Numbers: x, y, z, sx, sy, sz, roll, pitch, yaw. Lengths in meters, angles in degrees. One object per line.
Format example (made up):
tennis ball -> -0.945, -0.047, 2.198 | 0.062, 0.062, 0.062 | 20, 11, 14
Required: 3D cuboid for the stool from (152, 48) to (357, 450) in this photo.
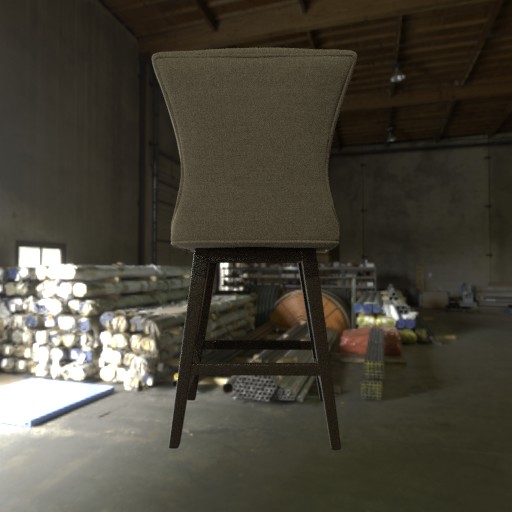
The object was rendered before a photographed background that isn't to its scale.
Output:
stool -> 0.000, 0.000, 1.316 | 0.514, 1.000, 0.574 | 0, -2, 1
